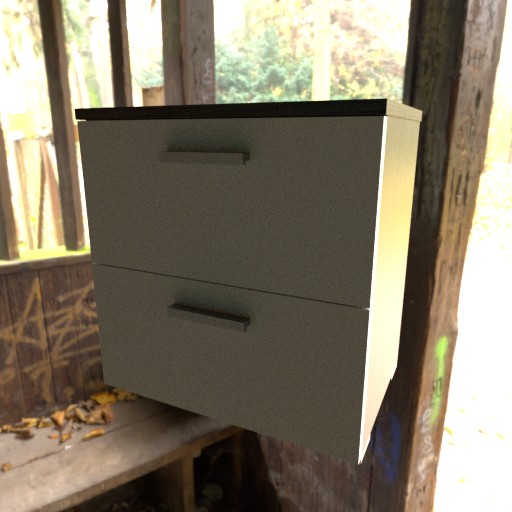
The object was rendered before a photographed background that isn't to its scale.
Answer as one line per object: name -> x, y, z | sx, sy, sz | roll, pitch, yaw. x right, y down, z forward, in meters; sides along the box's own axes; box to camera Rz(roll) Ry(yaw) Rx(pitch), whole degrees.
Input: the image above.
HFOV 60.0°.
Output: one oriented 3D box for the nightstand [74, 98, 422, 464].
nightstand -> 0.000, 0.000, 0.733 | 0.441, 0.460, 0.325 | 7, 17, 25
